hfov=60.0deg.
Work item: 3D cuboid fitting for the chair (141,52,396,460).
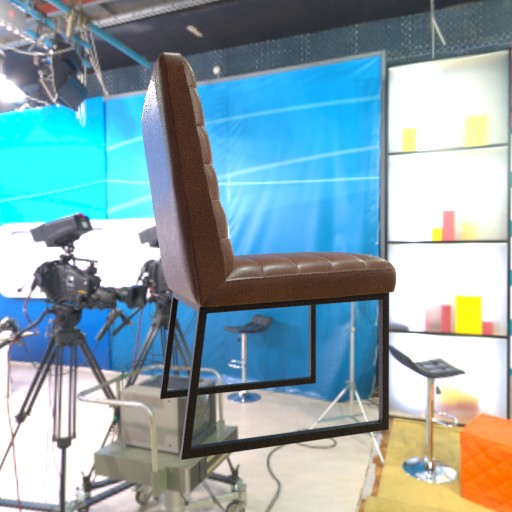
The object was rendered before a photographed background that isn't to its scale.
[{"bbox_3d":[0.000,0.000,1.310,0.634,0.930,0.520,0,0,-18],"label":"chair"}]
